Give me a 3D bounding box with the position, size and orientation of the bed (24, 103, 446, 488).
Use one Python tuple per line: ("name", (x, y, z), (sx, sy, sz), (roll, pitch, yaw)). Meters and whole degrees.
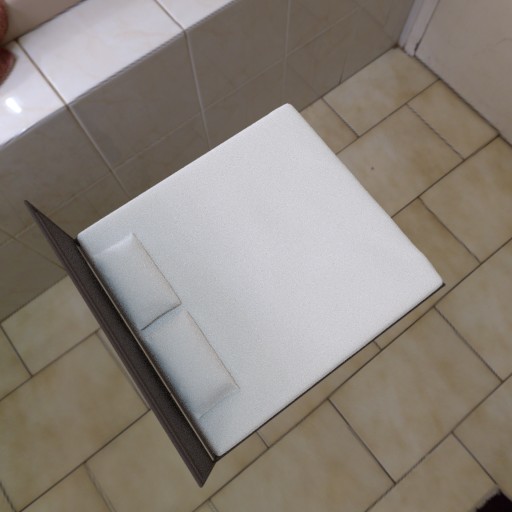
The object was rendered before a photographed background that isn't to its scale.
("bed", (0.000, 0.000, 3.272), (2.151, 1.173, 1.993), (-35, 76, -10))
